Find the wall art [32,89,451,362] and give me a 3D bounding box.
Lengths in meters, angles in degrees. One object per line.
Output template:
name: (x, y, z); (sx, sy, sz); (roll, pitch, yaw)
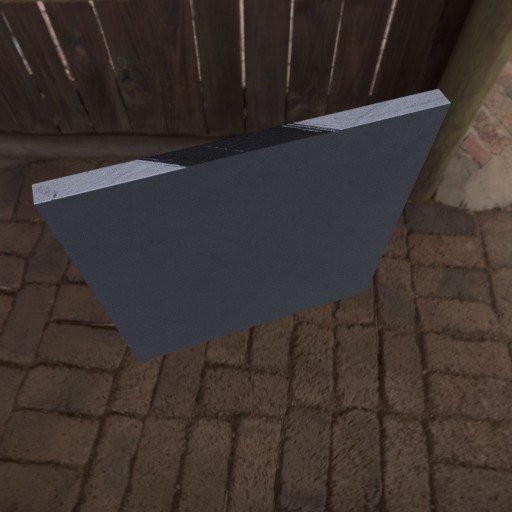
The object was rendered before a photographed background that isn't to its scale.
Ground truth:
wall art: (0.000, 0.000, 1.108); (0.765, 0.765, 0.046); (-16, 59, -10)
